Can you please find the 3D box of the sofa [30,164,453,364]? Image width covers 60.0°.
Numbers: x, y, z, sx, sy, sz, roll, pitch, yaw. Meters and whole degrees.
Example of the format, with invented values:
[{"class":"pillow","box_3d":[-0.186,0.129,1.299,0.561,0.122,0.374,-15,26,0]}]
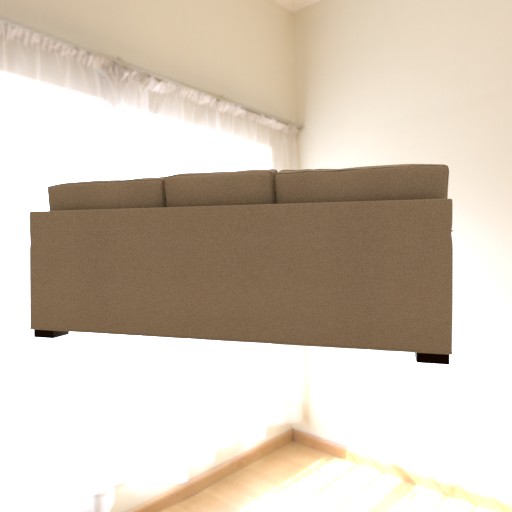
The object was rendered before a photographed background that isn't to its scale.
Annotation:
[{"class":"sofa","box_3d":[0.000,0.000,2.778,2.087,0.861,1.496,0,1,16]}]
